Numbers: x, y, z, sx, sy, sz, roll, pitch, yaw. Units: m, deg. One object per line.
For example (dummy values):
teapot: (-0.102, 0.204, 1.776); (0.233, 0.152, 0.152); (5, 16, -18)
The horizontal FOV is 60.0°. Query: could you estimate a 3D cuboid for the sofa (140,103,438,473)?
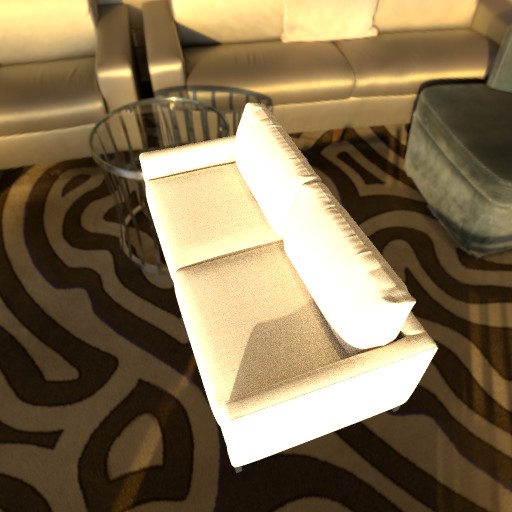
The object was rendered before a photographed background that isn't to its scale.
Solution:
sofa: (0.000, 0.000, 2.158); (0.839, 0.812, 1.651); (-15, 49, -14)
